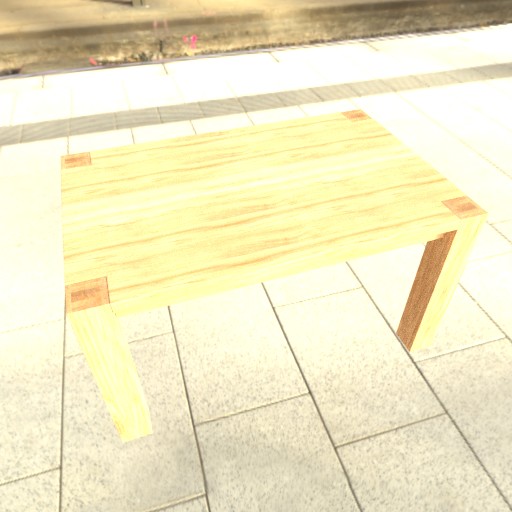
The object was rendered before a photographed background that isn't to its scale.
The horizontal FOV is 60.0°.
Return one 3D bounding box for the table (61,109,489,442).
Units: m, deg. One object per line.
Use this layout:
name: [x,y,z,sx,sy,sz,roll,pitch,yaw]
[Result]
table: [0.000,0.000,1.937,1.400,0.760,0.900,-13,44,-14]
